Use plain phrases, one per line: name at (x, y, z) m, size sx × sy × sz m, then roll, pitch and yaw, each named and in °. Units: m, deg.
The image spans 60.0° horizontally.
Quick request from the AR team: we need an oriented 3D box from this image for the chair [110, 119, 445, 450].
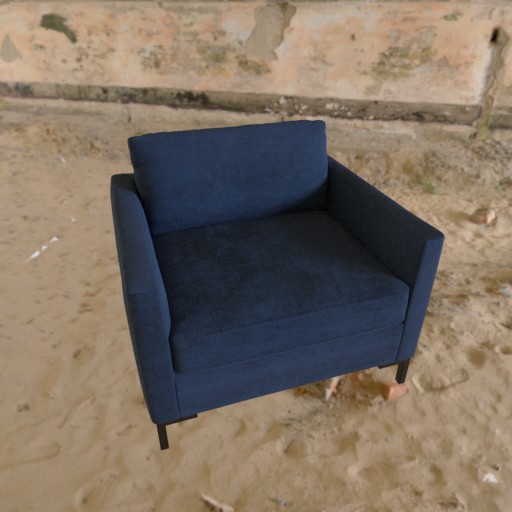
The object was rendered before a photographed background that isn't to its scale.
chair at (0.000, 0.000, 1.641) m, size 0.964 × 0.812 × 0.875 m, roll -10°, pitch 33°, yaw -16°
